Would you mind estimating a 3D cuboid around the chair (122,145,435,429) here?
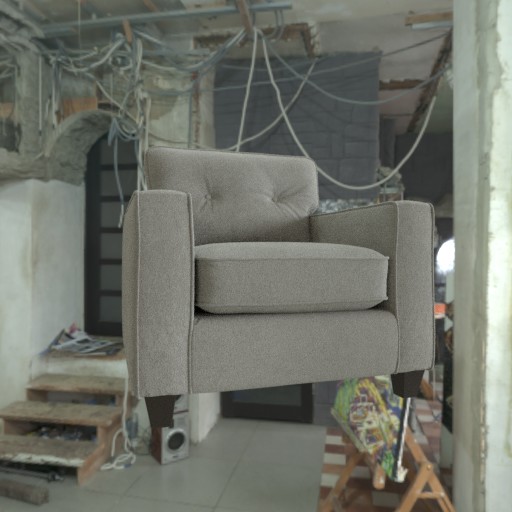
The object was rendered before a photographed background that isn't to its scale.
[{"bbox_3d":[0.000,0.000,1.771,1.015,0.965,0.939,0,0,-18],"label":"chair"}]
